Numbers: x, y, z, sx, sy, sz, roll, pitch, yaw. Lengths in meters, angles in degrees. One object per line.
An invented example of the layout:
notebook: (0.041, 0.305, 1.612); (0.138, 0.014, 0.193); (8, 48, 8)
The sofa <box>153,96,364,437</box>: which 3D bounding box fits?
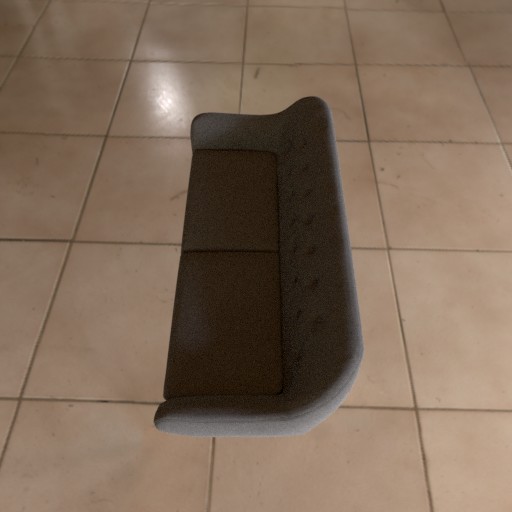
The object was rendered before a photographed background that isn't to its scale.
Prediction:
sofa: (0.000, 0.000, 2.323); (0.820, 0.820, 1.840); (0, 56, 0)
